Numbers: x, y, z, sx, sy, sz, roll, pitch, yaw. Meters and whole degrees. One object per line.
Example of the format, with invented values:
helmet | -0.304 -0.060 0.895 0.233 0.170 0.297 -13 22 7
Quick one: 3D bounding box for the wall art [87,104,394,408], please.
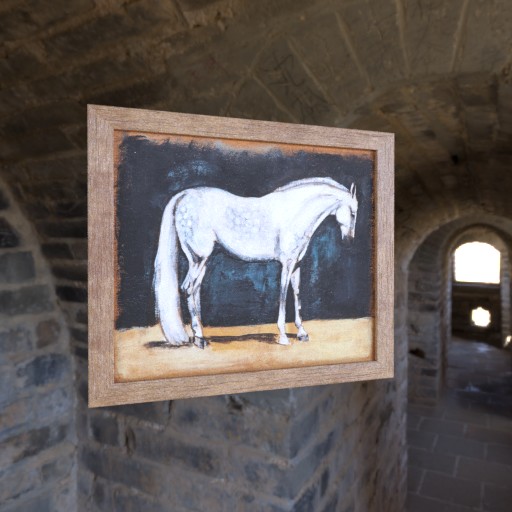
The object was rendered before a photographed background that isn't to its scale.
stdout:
wall art | 0.000 0.000 0.973 0.690 0.588 0.026 0 0 -18
